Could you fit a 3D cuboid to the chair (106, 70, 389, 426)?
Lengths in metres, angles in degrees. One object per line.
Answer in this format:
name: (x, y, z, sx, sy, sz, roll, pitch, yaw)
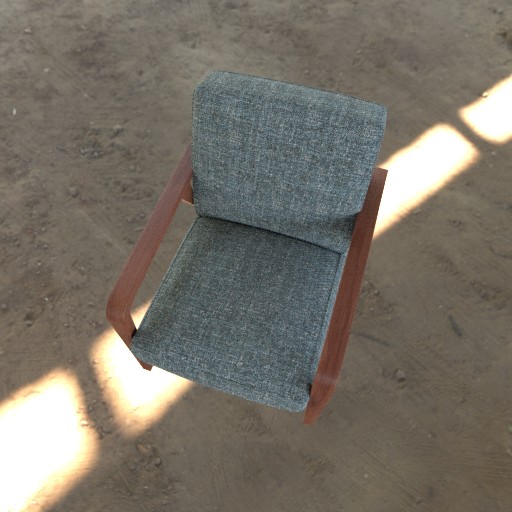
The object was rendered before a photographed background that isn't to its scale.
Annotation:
chair: (0.000, 0.000, 1.538, 0.719, 0.864, 0.889, 16, 59, 10)
